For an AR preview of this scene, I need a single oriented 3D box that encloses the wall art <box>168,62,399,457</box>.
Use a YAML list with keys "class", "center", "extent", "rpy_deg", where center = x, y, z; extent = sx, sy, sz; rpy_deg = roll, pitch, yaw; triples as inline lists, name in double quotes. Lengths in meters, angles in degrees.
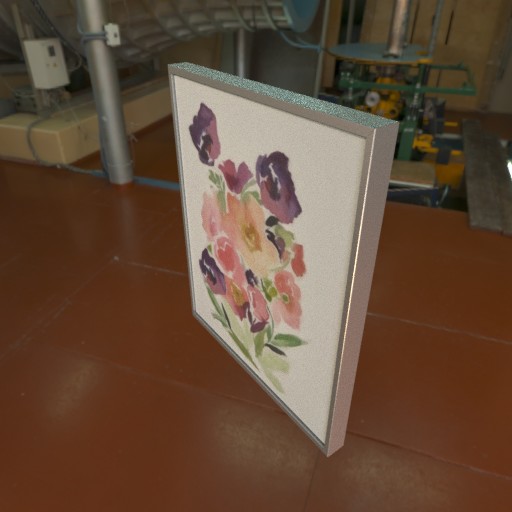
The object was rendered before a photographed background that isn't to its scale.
- class: "wall art"
  center: [0.000, 0.000, 0.753]
  extent: [0.038, 0.549, 0.452]
  rpy_deg: [-22, 39, -30]
